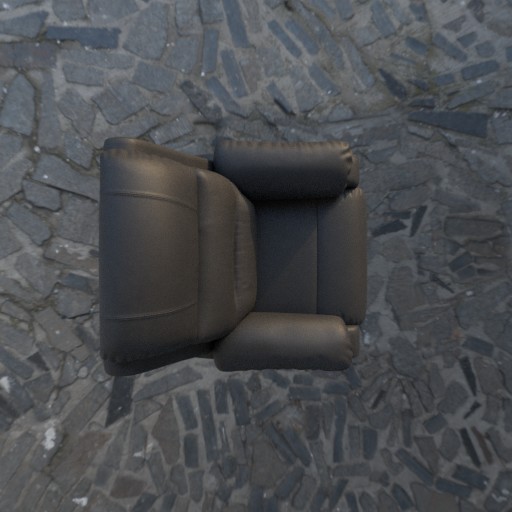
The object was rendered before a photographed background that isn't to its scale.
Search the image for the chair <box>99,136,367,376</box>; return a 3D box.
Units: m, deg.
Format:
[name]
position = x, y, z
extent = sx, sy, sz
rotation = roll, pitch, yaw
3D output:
[chair]
position = 0.000, 0.000, 1.664
extent = 0.919, 0.992, 0.855
rotation = 0, 90, -2
